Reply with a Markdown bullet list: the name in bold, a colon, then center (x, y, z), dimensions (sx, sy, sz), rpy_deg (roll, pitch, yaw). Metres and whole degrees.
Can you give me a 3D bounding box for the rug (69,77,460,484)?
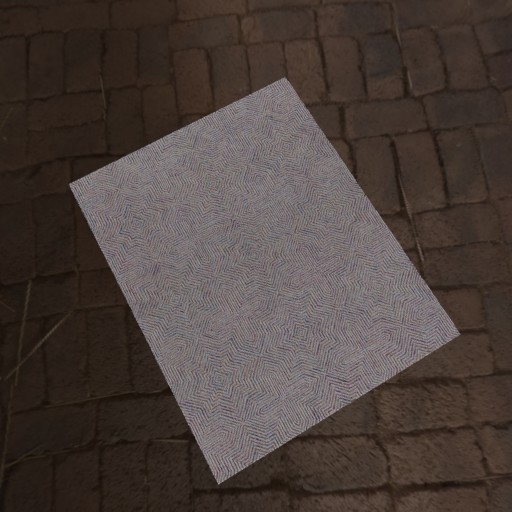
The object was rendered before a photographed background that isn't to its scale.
- **rug**: center (0.000, 0.000, 4.113), dimensions (2.442, 0.008, 3.046), rpy_deg (-29, 77, -7)
